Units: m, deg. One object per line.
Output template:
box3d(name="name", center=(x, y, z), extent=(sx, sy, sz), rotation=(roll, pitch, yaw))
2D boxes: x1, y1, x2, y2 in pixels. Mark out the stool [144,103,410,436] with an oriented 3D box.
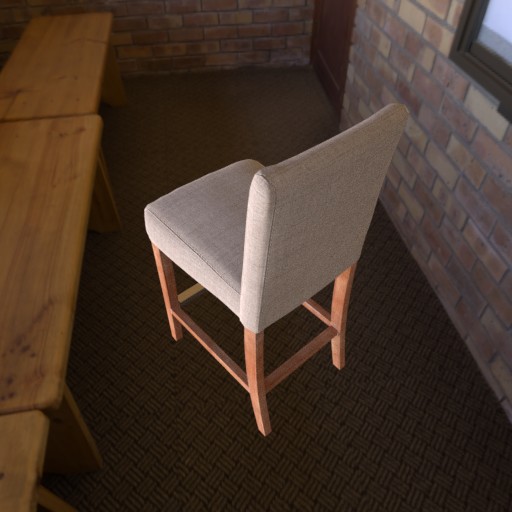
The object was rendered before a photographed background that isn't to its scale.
box3d(name="stool", center=(0.000, 0.000, 1.366), extent=(0.454, 1.039, 0.567), rotation=(-32, 53, -28))
